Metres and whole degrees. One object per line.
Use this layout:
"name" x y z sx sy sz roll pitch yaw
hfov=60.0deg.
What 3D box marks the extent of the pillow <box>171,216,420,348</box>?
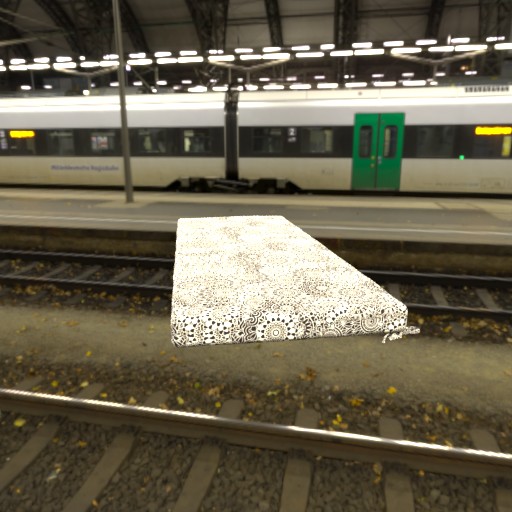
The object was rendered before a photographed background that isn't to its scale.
"pillow" 0.000 0.000 1.373 0.492 0.081 1.187 -2 14 -9
